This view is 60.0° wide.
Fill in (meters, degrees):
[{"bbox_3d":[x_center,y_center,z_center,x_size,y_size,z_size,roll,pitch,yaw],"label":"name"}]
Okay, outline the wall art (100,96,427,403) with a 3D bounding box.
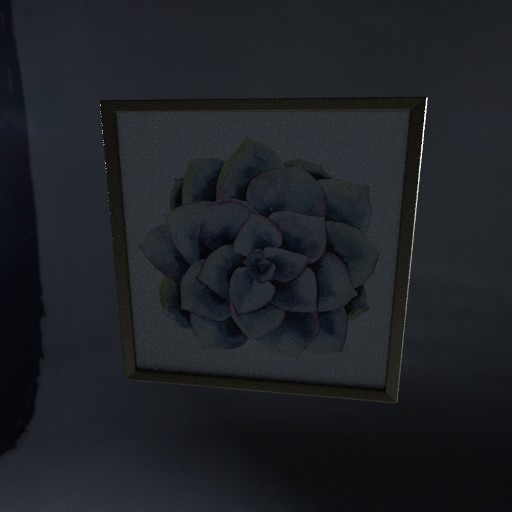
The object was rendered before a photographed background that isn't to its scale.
[{"bbox_3d":[0.000,0.000,0.757,0.503,0.506,0.030,2,16,8],"label":"wall art"}]
